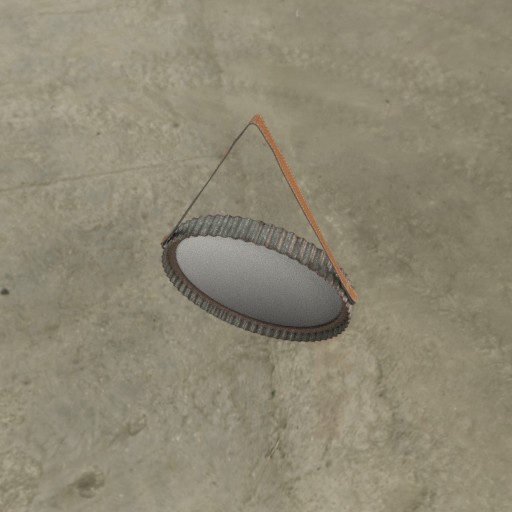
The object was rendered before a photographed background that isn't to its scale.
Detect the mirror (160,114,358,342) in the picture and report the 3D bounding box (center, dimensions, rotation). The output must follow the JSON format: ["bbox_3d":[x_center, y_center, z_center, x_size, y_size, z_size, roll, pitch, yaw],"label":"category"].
[{"bbox_3d":[0.000,0.000,0.720,0.355,0.568,0.042,16,60,10],"label":"mirror"}]
